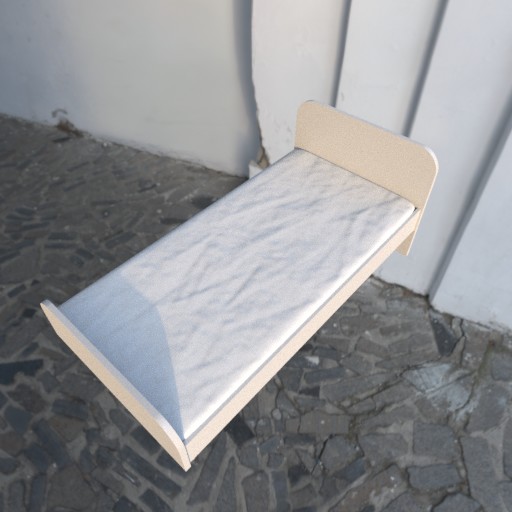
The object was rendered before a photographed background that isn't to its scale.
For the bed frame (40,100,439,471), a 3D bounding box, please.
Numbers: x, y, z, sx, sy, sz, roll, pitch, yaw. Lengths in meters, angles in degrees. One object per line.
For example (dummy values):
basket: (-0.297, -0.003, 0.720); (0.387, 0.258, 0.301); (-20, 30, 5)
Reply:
bed frame: (0.000, 0.000, 2.435); (0.998, 0.805, 1.963); (33, 55, 27)
